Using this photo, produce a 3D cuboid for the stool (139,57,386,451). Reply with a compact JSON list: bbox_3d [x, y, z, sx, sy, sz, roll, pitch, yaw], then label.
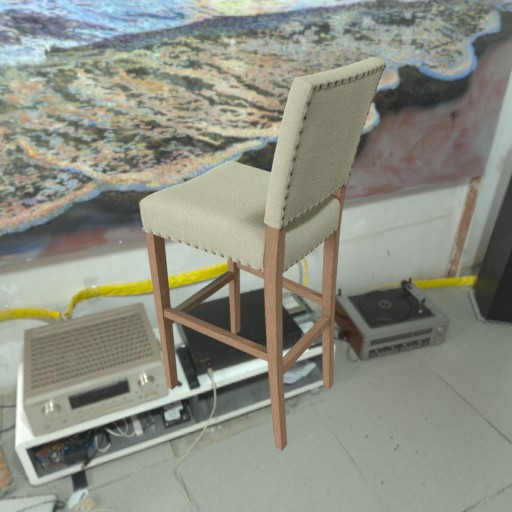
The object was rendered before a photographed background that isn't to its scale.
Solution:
[{"bbox_3d":[0.000,0.000,1.388,0.546,1.143,0.428,21,37,30],"label":"stool"}]
